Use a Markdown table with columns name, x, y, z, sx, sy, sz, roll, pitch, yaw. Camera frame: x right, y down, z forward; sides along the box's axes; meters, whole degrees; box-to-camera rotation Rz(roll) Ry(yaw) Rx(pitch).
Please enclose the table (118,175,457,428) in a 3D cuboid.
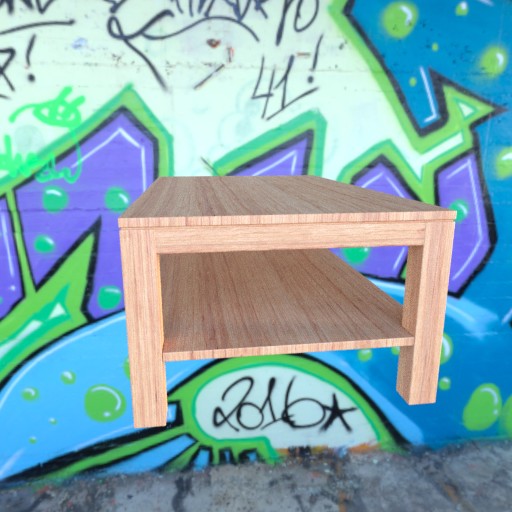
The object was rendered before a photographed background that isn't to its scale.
| name | x | y | z | sx | sy | sz | roll | pitch | yaw |
| --- | --- | --- | --- | --- | --- | --- | --- | --- | --- |
| table | 0.000 | 0.000 | 1.495 | 0.695 | 0.457 | 1.146 | -2 | 14 | -8 |
